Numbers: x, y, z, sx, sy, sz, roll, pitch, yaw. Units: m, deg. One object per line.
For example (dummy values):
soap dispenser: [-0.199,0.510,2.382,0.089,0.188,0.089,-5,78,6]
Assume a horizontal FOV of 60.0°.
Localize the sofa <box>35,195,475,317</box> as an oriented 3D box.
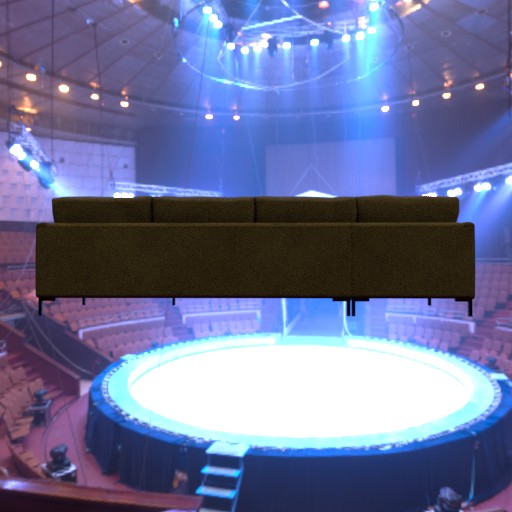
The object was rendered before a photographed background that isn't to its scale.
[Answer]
sofa: [0.000,0.000,3.287,2.486,0.687,1.707,0,-1,1]
